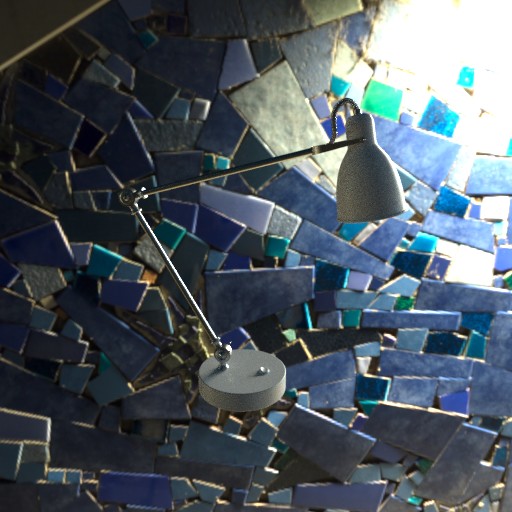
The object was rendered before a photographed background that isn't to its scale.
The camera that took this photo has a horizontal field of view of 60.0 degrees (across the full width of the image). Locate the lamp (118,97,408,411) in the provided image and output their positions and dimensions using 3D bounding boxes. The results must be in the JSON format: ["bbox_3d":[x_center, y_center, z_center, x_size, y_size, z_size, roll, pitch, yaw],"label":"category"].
[{"bbox_3d":[0.000,0.000,0.879,0.561,0.587,0.187,2,16,9],"label":"lamp"}]
